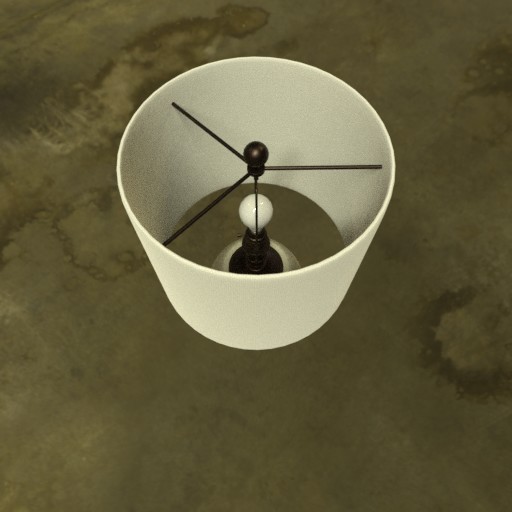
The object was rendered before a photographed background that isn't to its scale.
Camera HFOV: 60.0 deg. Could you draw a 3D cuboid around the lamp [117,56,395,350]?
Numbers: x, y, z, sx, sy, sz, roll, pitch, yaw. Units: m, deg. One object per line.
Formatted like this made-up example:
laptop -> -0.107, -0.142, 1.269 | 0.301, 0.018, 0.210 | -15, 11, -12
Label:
lamp -> 0.000, 0.000, 0.768 | 0.329, 0.570, 0.329 | -1, 63, 0
